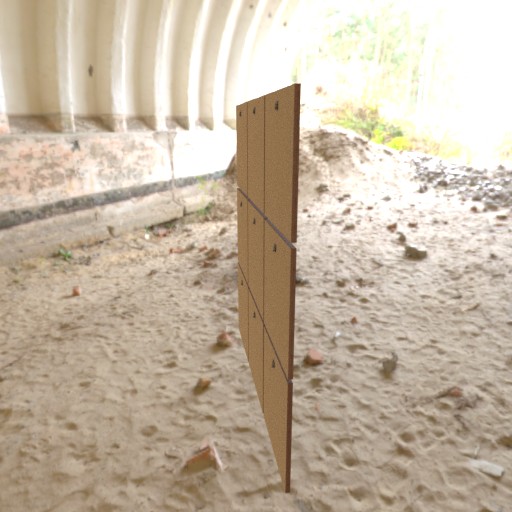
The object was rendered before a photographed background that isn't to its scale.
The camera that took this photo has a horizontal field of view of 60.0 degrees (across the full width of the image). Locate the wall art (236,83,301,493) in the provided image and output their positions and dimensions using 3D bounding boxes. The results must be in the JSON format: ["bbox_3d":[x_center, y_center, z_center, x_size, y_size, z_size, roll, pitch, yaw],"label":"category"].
[{"bbox_3d":[0.000,0.000,1.816,0.024,1.218,1.221,-3,17,-9],"label":"wall art"}]
